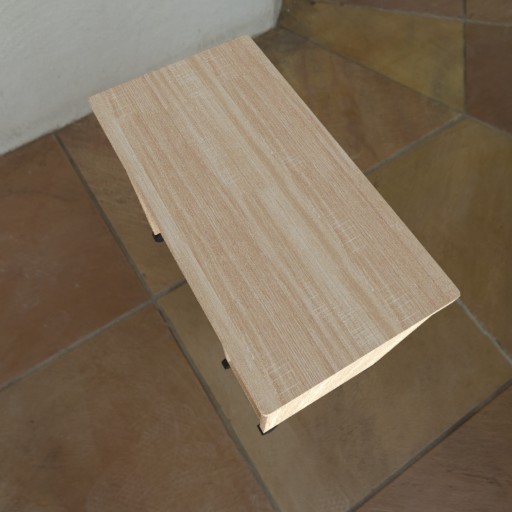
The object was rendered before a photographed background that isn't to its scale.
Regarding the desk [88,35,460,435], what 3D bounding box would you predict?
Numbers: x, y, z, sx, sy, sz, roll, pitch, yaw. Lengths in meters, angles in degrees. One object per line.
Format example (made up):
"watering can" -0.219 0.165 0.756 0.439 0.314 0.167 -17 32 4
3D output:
"desk" 0.000 0.000 1.361 0.480 0.770 0.884 -28 68 -12
